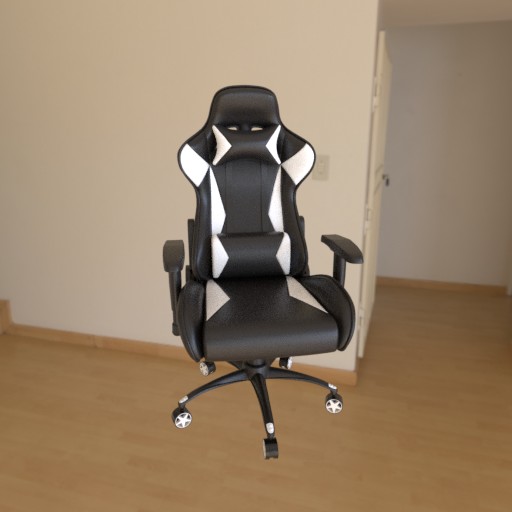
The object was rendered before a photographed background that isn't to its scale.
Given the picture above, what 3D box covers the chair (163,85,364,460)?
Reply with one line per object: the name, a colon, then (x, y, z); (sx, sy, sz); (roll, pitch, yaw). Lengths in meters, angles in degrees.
chair: (0.000, 0.000, 1.703); (0.730, 1.285, 0.695); (-2, 15, -9)
